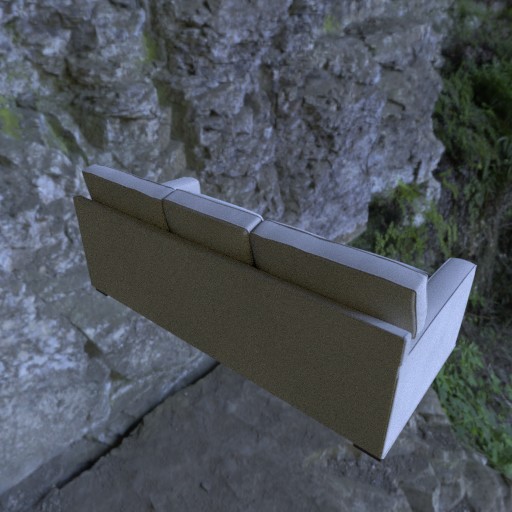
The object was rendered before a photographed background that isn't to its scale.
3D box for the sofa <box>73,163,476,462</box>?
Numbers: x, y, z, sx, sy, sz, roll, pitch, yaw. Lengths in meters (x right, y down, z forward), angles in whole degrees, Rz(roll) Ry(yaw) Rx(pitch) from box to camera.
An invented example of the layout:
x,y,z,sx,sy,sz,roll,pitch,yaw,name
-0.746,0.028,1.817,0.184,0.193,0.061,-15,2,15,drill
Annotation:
x,y,z,sx,sy,sz,roll,pitch,yaw,name
0.000,0.000,2.509,2.088,0.862,0.935,22,36,33,sofa
